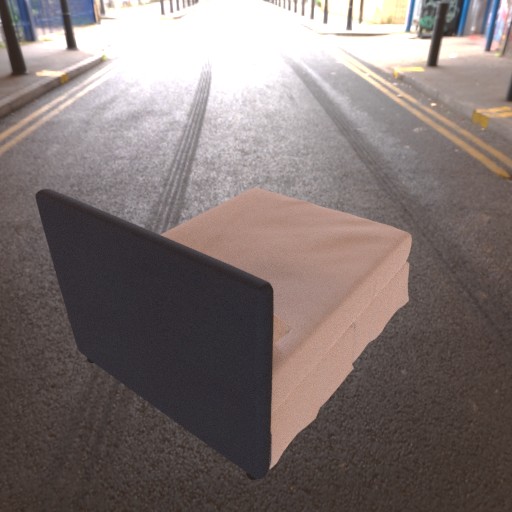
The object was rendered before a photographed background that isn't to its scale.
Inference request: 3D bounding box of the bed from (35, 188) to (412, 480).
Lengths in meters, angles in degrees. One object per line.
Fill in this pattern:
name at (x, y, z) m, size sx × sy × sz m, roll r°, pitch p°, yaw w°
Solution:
bed at (0.000, 0.000, 3.197) m, size 1.713 × 1.330 × 2.162 m, roll 22°, pitch 37°, yaw 31°
